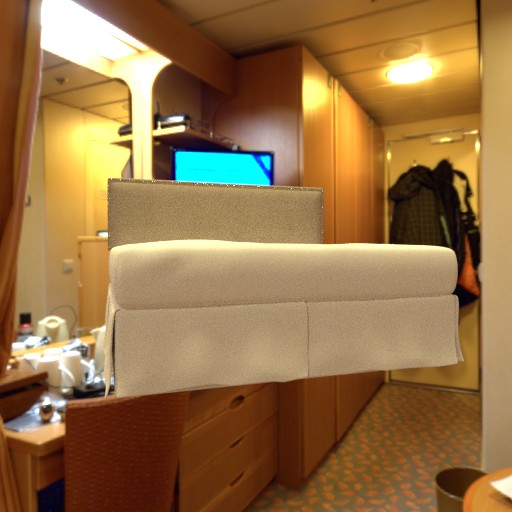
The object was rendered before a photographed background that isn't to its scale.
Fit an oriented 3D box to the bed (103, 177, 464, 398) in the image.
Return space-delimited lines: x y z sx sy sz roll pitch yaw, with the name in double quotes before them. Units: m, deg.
"bed" 0.000 0.000 3.312 2.170 1.346 1.914 0 1 -19
